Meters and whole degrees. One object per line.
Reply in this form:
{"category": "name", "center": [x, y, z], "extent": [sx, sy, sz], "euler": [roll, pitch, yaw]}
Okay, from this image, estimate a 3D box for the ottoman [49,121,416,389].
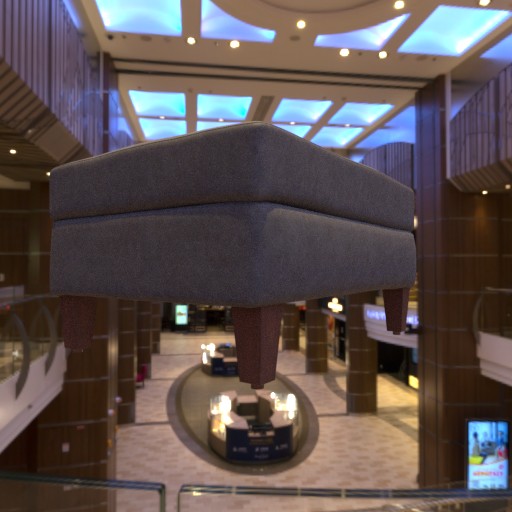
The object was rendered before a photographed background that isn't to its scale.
{"category": "ottoman", "center": [0.000, 0.000, 1.201], "extent": [0.639, 0.464, 0.839], "euler": [-1, -2, 36]}
